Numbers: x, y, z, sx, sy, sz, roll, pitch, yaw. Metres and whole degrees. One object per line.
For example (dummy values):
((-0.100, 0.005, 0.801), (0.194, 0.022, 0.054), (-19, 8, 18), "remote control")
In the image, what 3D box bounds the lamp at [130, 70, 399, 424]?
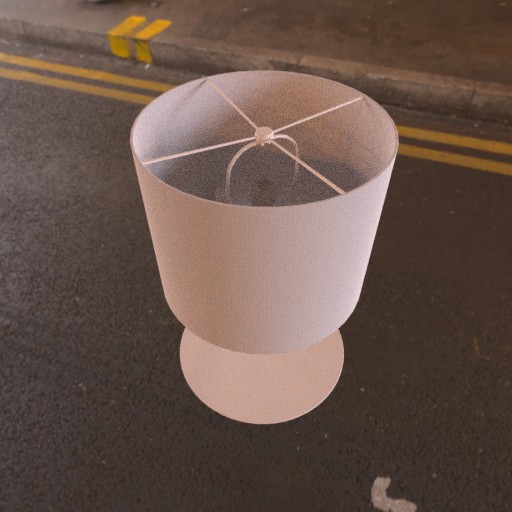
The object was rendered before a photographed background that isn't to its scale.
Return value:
((0.000, 0.000, 0.676), (0.299, 0.454, 0.341), (-23, 50, -21), "lamp")
